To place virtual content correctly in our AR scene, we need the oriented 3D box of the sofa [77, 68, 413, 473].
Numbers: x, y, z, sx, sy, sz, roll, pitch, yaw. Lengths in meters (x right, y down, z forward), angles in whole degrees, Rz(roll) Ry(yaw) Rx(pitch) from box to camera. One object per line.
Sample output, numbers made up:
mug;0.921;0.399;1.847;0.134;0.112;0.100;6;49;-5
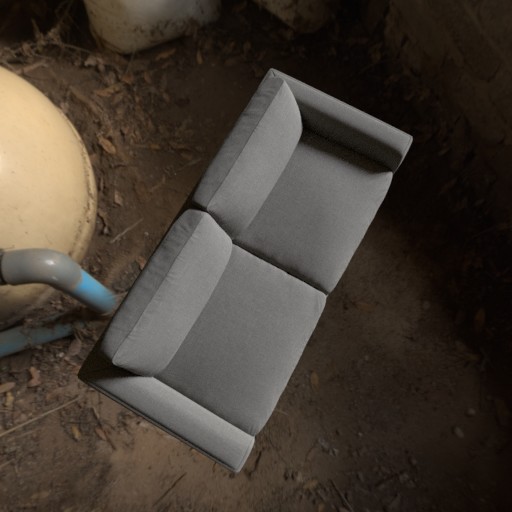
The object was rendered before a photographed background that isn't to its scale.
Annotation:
sofa;0.000;0.000;2.750;1.070;0.801;2.262;29;78;6
